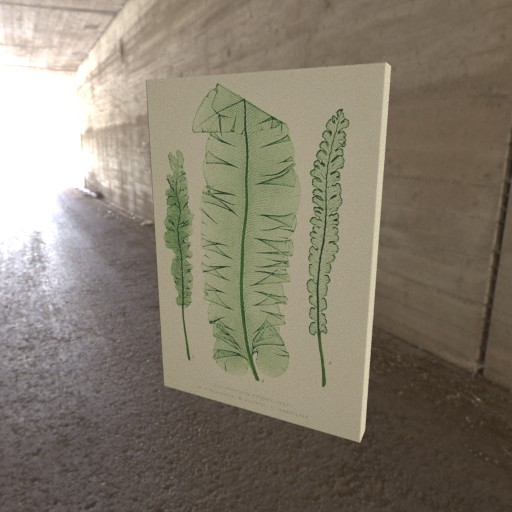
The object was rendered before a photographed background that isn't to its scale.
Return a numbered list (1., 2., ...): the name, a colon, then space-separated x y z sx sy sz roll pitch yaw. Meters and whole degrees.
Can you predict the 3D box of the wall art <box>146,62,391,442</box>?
1. wall art: 0.000 0.000 0.793 0.418 0.608 0.038 7 16 25
